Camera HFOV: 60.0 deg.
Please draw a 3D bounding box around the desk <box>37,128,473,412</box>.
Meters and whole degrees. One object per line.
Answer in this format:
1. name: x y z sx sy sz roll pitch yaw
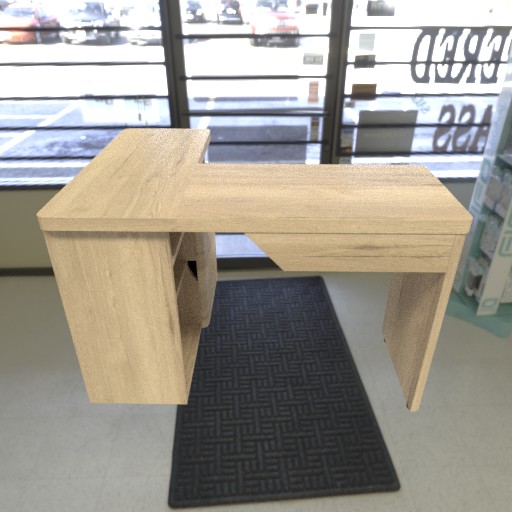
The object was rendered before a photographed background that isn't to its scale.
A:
1. desk: 0.000 0.000 1.748 1.169 0.760 0.900 1 31 1
